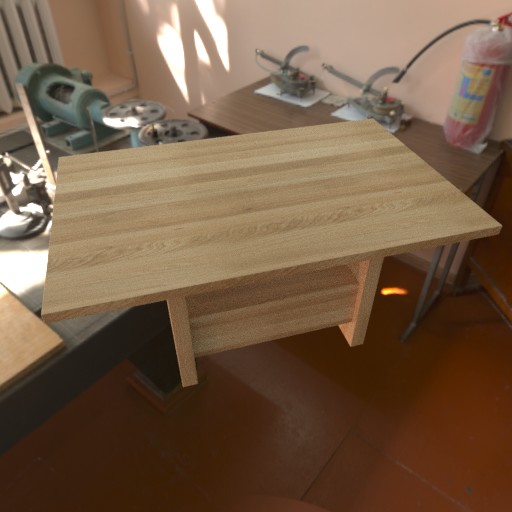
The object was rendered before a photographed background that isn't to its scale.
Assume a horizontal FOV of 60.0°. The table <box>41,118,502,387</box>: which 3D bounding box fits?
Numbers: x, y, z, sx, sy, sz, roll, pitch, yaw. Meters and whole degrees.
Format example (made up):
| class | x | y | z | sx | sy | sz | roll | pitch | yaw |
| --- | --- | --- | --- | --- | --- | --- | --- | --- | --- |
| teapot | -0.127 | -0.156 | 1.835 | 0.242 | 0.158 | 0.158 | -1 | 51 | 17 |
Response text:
| class | x | y | z | sx | sy | sz | roll | pitch | yaw |
| --- | --- | --- | --- | --- | --- | --- | --- | --- | --- |
| table | 0.000 | 0.000 | 1.428 | 1.100 | 0.510 | 0.700 | -10 | 41 | -12 |
